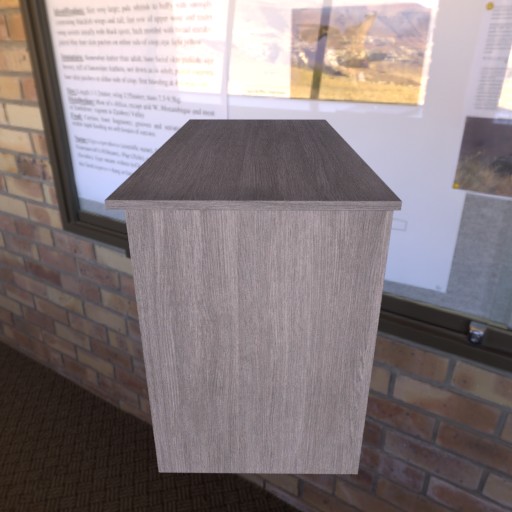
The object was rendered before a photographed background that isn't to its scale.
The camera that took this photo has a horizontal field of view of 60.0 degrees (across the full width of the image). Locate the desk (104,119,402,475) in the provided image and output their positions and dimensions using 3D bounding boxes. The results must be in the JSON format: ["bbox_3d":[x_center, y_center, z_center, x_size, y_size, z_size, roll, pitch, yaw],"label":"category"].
[{"bbox_3d":[0.000,0.000,1.484,0.560,0.735,1.097,0,25,1],"label":"desk"}]
